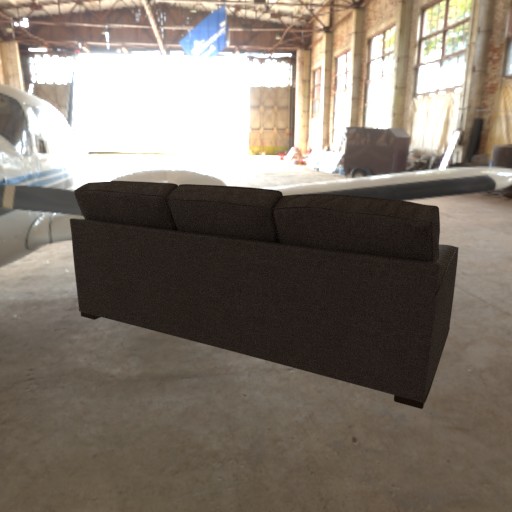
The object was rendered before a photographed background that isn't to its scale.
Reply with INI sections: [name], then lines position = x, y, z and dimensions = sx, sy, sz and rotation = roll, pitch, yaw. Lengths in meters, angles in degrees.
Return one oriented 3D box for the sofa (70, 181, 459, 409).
[sofa]
position = 0.000, 0.000, 2.929
dimensions = 2.369, 0.978, 1.004
rotation = 8, 17, 28
